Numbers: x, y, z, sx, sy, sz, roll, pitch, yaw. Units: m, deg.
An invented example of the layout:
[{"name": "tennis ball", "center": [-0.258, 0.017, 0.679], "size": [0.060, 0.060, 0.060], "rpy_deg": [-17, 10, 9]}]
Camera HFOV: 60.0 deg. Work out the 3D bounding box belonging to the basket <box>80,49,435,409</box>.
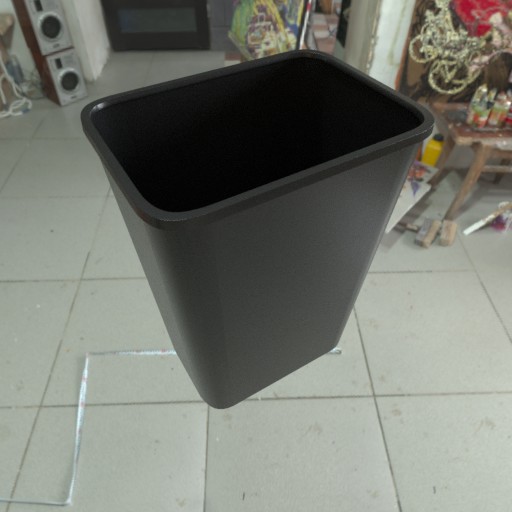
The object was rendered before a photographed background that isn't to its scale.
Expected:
[{"name": "basket", "center": [0.000, 0.000, 0.748], "size": [0.394, 0.521, 0.287], "rpy_deg": [-24, 50, -21]}]
